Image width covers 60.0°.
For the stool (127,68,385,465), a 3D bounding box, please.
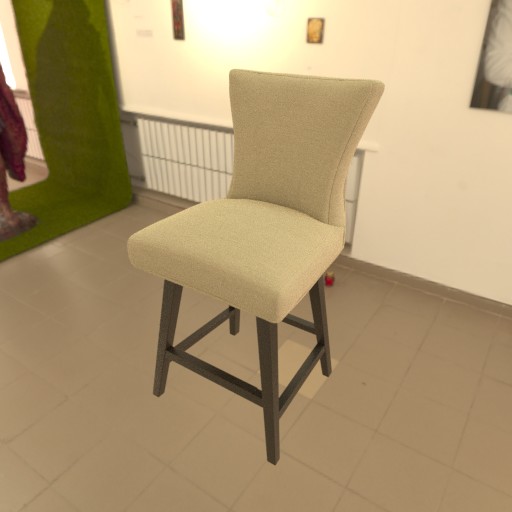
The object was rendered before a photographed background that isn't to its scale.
[{"bbox_3d":[0.000,0.000,1.362,0.514,1.000,0.574,18,34,29],"label":"stool"}]
